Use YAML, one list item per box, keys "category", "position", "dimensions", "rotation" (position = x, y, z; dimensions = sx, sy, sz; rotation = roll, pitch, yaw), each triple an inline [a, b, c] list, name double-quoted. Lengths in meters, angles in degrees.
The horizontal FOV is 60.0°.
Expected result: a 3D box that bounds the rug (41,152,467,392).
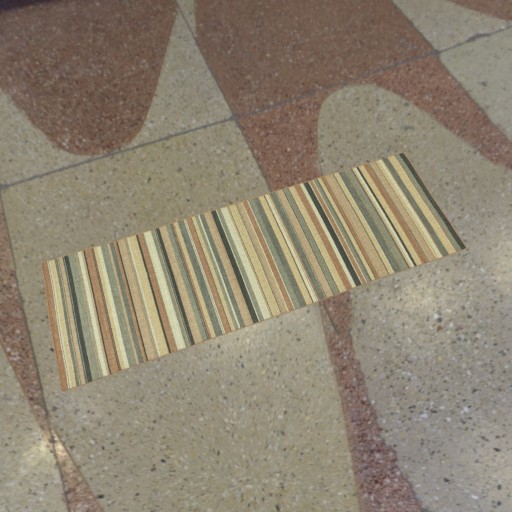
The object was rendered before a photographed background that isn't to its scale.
- category: "rug"
  position: [0.000, 0.000, 2.661]
  dimensions: [2.444, 0.010, 0.799]
  rotation: [-18, 64, -9]
